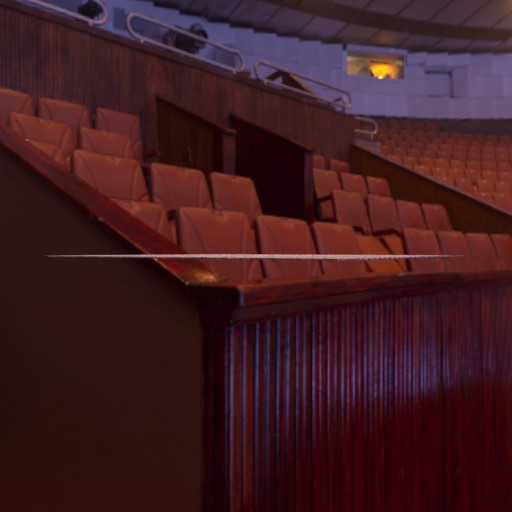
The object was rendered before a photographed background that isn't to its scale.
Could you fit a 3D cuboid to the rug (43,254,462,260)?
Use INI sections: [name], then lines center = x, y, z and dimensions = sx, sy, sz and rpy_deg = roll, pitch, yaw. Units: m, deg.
[rug]
center = 0.000, 0.000, 4.112
dimensions = 3.056, 0.010, 2.437
rpy_deg = 0, 1, 36
